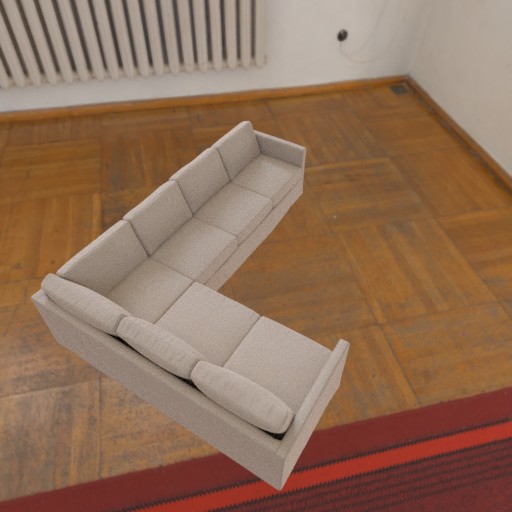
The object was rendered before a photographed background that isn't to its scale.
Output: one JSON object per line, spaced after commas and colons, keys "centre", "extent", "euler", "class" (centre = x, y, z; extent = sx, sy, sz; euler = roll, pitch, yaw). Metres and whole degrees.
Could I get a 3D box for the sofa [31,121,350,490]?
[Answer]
{"centre": [0.000, 0.000, 4.300], "extent": [2.432, 0.871, 3.182], "euler": [24, 51, 21], "class": "sofa"}
